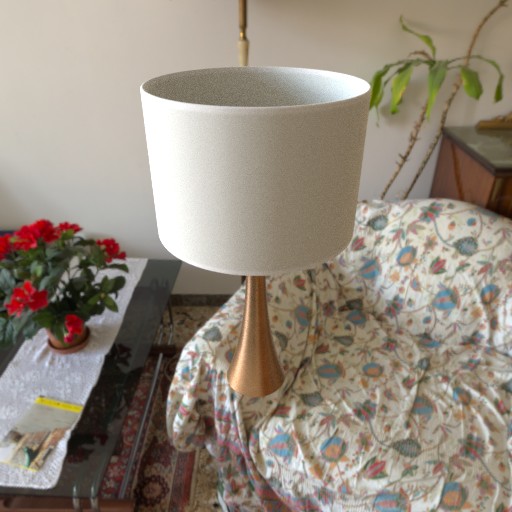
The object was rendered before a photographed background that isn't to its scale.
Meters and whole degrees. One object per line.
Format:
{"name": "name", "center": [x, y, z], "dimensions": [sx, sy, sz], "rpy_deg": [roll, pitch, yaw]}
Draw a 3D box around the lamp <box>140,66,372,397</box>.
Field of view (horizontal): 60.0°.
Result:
{"name": "lamp", "center": [0.000, 0.000, 0.648], "dimensions": [0.268, 0.479, 0.268], "rpy_deg": [-20, 36, -30]}
